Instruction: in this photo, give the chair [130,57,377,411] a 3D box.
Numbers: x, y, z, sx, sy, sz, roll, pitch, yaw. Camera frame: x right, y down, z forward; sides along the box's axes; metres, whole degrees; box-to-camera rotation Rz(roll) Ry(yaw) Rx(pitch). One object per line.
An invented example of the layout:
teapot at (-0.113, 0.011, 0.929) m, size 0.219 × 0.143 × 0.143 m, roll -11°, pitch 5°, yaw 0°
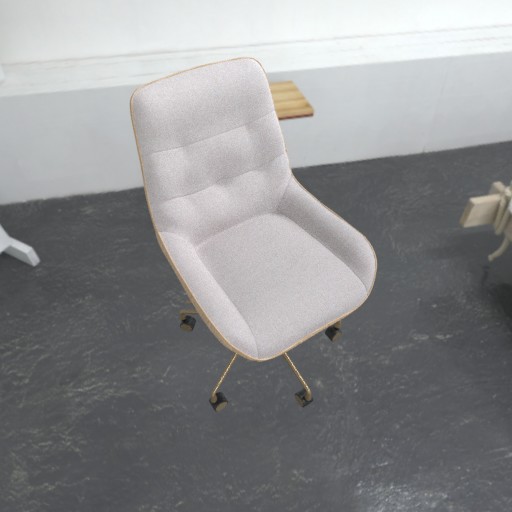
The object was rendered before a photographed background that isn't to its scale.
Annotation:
chair at (0.000, 0.000, 1.375) m, size 0.564 × 0.952 × 0.668 m, roll -26°, pitch 53°, yaw -21°
